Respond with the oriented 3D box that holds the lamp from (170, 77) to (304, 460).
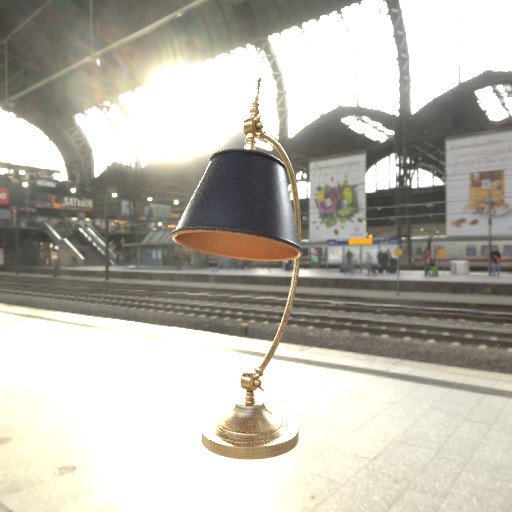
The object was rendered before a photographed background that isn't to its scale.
[{"bbox_3d":[0.000,0.000,0.830,0.235,0.675,0.344,0,0,35],"label":"lamp"}]
